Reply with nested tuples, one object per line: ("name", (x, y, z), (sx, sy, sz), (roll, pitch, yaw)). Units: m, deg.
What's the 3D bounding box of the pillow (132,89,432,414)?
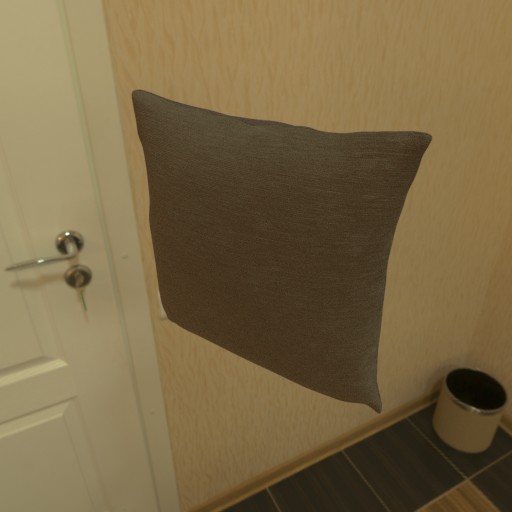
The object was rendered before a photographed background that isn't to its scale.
("pillow", (0.000, 0.000, 0.677), (0.452, 0.439, 0.204), (18, 35, 28))
